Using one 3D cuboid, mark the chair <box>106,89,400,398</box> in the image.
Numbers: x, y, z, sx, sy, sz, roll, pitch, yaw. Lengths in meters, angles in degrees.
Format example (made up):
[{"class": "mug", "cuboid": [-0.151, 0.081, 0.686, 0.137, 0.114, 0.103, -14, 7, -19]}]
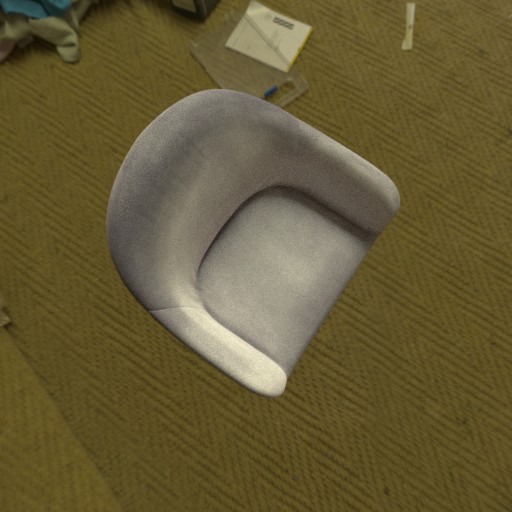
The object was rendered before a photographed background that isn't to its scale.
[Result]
[{"class": "chair", "cuboid": [0.000, 0.000, 1.174, 0.540, 0.780, 0.570, 33, 78, 8]}]
